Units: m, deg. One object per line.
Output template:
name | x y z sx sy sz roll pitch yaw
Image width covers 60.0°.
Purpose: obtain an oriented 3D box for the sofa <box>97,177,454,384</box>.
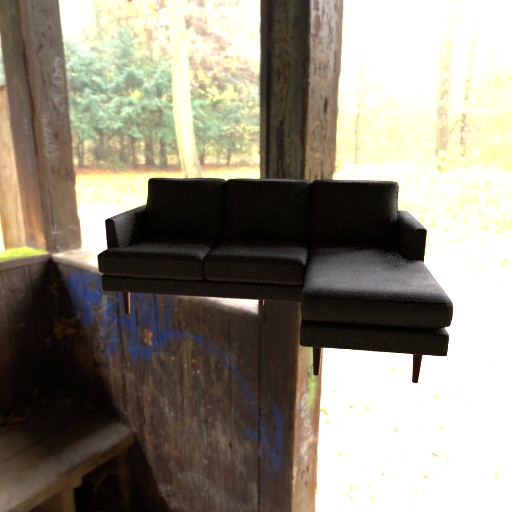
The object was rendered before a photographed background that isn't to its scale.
sofa | 0.000 0.000 3.047 2.233 0.956 1.504 2 15 9
